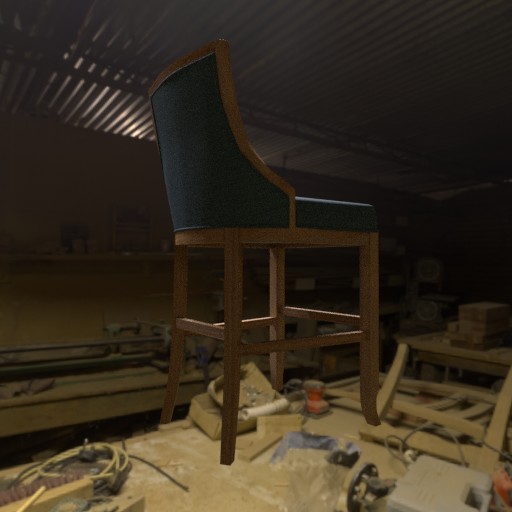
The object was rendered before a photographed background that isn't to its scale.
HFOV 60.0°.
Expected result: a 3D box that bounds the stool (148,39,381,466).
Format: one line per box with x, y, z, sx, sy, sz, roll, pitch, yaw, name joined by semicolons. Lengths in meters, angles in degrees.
0.000;0.000;1.461;0.626;1.101;0.524;0;-1;-37;stool
